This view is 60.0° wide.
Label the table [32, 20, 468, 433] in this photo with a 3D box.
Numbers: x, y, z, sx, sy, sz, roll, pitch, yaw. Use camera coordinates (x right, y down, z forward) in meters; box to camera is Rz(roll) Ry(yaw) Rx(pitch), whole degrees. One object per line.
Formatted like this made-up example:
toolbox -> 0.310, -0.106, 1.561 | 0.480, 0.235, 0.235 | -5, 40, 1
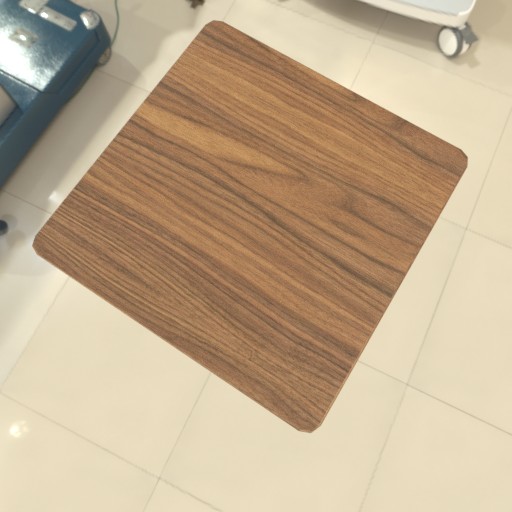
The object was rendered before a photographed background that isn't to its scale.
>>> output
table -> 0.000, 0.000, 0.964 | 0.480, 0.641, 0.479 | 32, 77, 8
